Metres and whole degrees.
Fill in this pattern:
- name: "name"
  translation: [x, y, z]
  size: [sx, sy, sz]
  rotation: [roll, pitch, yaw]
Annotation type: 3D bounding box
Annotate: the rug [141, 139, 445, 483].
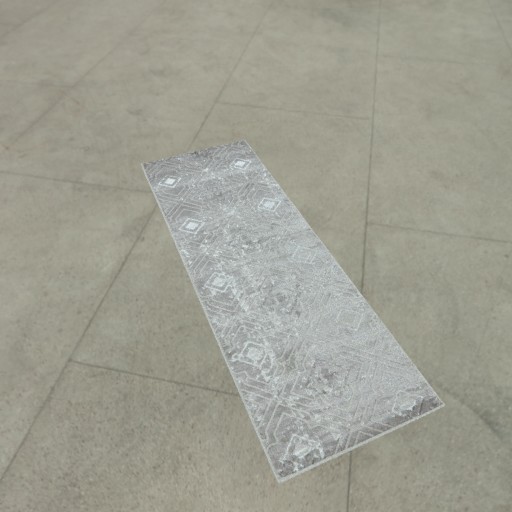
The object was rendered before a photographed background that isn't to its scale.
- name: "rug"
  translation: [0.000, 0.000, 2.633]
  size: [0.832, 0.035, 2.381]
  rotation: [-17, 49, -16]
